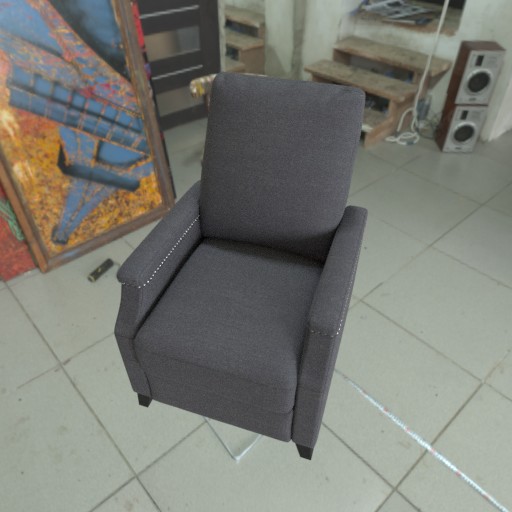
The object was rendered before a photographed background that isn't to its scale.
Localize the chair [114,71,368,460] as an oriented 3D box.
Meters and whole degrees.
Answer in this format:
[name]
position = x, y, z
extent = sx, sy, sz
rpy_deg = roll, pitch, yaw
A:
[chair]
position = 0.000, 0.000, 1.611
extent = 0.710, 1.049, 0.922
rpy_deg = 12, 42, 14
